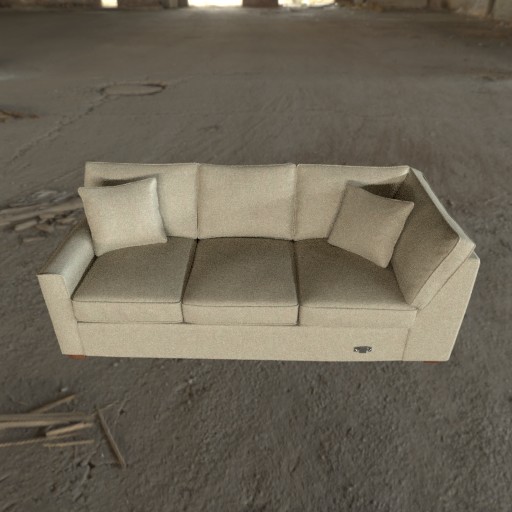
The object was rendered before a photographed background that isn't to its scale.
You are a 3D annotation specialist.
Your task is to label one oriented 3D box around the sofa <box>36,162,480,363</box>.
[{"bbox_3d":[0.000,0.000,2.799,2.317,0.962,1.061,1,32,1],"label":"sofa"}]
